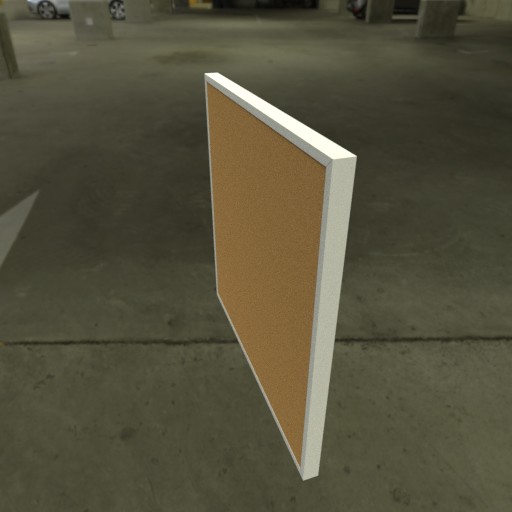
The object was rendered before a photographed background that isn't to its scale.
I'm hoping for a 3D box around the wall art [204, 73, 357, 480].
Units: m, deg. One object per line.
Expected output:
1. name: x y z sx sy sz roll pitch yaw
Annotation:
1. wall art: 0.000 0.000 1.132 0.038 0.762 0.762 -10 33 -16
